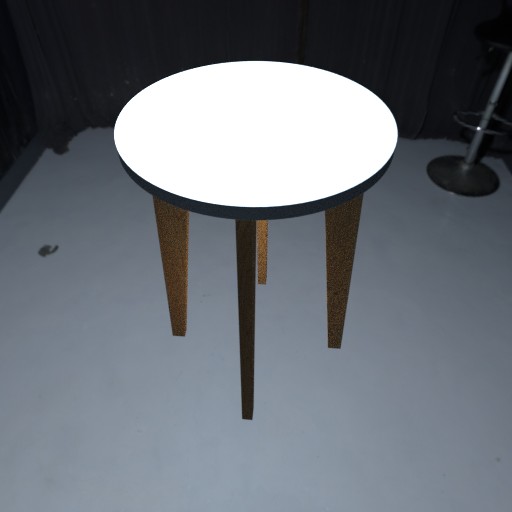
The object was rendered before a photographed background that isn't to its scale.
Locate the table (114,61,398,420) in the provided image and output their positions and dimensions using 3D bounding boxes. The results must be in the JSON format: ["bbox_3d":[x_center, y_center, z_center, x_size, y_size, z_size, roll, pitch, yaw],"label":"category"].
[{"bbox_3d":[0.000,0.000,0.740,0.350,0.500,0.350,0,46,0],"label":"table"}]
